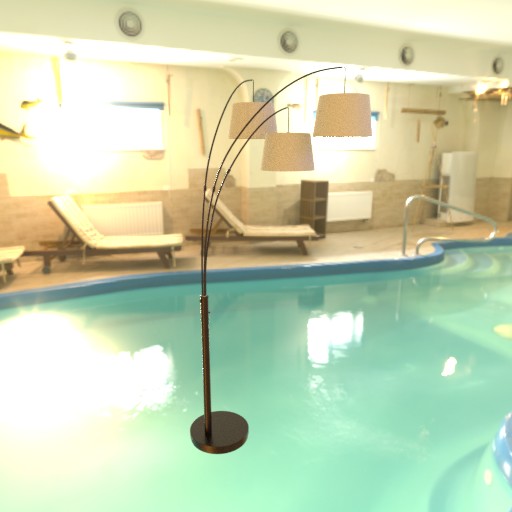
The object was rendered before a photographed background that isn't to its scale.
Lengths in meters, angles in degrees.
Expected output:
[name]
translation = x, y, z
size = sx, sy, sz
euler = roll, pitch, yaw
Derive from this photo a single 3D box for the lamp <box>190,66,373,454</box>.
[lamp]
translation = 0.000, 0.000, 2.455
size = 0.924, 1.950, 0.951
euler = -13, 19, -43
